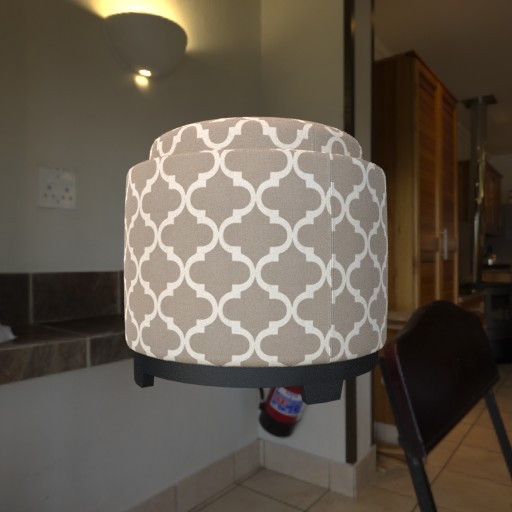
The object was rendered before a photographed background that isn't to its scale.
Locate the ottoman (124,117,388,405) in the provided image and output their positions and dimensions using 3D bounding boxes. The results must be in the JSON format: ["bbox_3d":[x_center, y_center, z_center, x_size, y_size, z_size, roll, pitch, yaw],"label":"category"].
[{"bbox_3d":[0.000,0.000,0.841,0.480,0.429,0.480,0,-1,0],"label":"ottoman"}]
